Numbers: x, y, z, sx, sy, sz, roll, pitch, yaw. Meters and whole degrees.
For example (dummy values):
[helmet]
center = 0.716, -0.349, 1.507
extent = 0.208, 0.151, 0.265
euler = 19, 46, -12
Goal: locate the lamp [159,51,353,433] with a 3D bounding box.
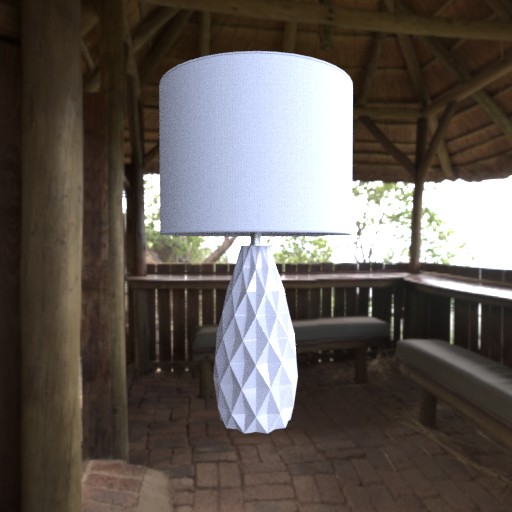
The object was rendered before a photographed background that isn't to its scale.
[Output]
[lamp]
center = 0.000, 0.000, 0.702
extent = 0.297, 0.522, 0.297
euler = 0, 1, 0
